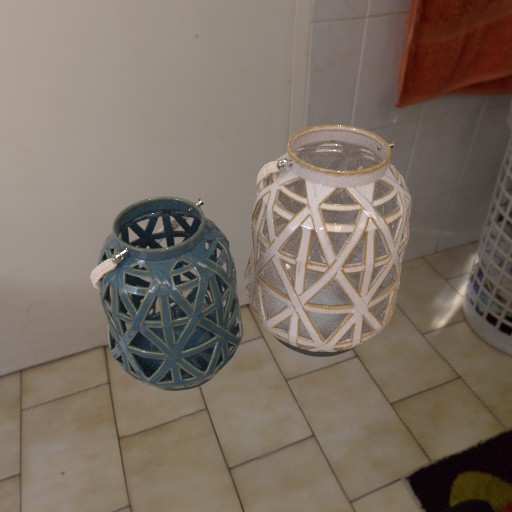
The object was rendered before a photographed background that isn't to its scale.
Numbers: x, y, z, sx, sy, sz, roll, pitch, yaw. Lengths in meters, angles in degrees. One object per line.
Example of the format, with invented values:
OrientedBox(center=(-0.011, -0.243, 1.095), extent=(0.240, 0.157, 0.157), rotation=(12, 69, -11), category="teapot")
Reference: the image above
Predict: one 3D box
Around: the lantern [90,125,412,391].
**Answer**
OrientedBox(center=(0.000, 0.000, 0.620), extent=(0.439, 0.307, 0.245), rotation=(-13, 42, -15), category="lantern")
